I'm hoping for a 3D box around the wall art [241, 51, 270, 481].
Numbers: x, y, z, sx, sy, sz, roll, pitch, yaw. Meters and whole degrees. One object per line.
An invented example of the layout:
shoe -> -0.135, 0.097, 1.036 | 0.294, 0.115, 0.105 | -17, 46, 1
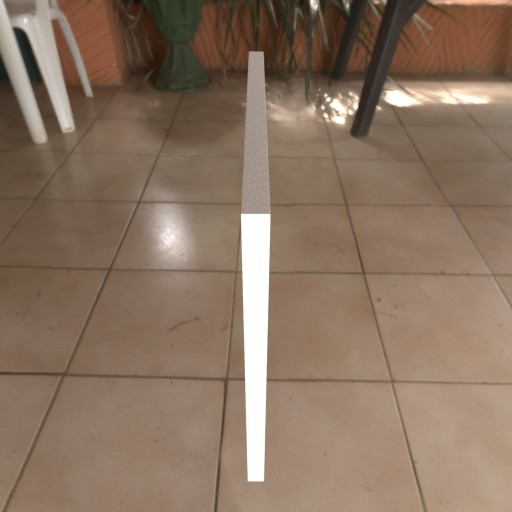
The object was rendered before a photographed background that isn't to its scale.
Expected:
wall art -> 0.000, 0.000, 1.109 | 0.038, 0.762, 0.762 | 0, 39, 0
